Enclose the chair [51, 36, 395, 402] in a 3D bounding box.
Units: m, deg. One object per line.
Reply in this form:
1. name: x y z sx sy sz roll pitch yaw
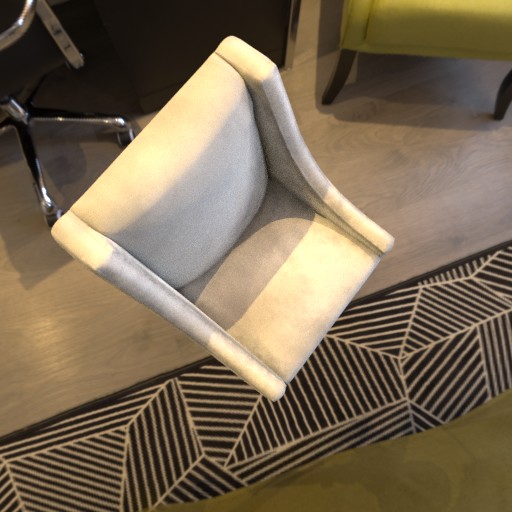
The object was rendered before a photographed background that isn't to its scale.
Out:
1. chair: 0.000 0.000 1.352 0.629 0.895 0.629 38 80 8
